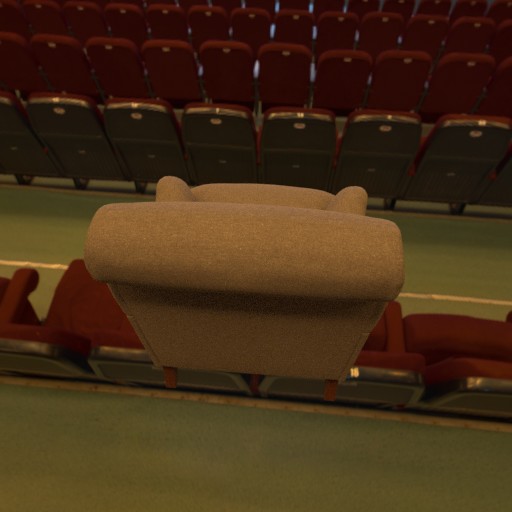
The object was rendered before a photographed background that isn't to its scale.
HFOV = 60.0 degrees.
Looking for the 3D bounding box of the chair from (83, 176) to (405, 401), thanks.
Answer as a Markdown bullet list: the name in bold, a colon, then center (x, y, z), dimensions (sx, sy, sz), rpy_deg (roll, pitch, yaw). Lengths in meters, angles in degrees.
- **chair**: center (0.000, 0.000, 1.555), dimensions (0.766, 0.942, 0.843), rpy_deg (4, 48, 3)
